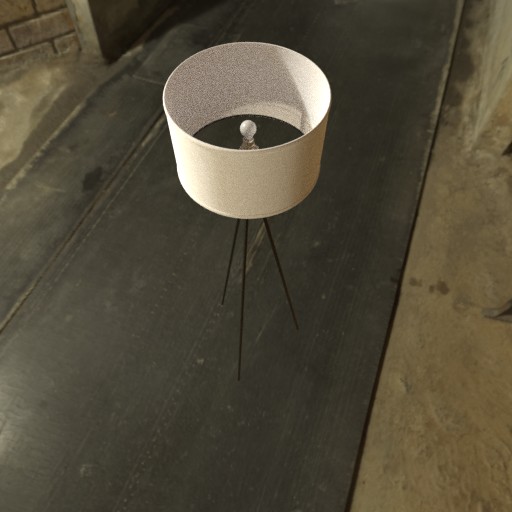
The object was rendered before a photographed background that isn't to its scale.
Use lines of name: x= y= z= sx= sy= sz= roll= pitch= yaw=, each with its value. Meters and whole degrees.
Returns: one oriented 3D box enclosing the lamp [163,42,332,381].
lamp: x=0.000 y=0.000 z=1.735 sx=0.458 sy=1.545 sz=0.448 roll=-15 pitch=59 yaw=-9
